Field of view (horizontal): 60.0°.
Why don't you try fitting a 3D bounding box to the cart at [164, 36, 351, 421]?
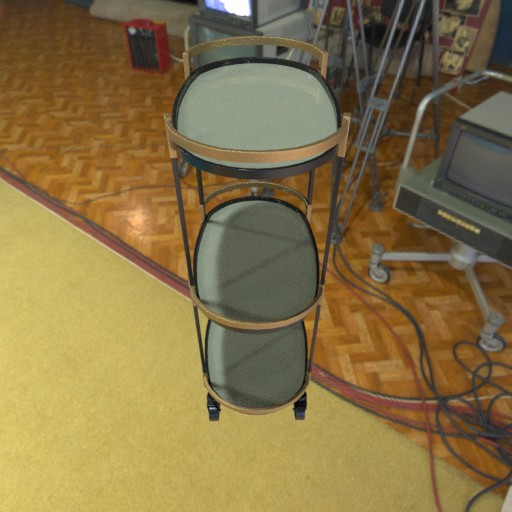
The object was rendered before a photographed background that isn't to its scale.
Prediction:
[{"bbox_3d":[0.000,0.000,1.114,0.311,0.885,0.515,0,43,-1],"label":"cart"}]
